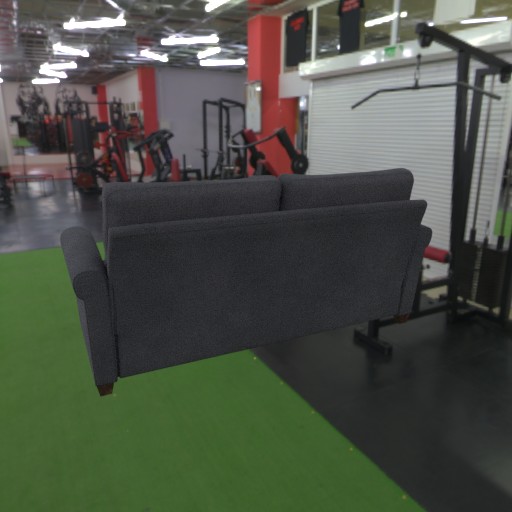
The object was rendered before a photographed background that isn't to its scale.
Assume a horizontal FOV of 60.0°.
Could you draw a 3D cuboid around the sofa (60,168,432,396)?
[{"bbox_3d":[0.000,0.000,2.454,1.935,0.942,0.842,-8,18,-25],"label":"sofa"}]
